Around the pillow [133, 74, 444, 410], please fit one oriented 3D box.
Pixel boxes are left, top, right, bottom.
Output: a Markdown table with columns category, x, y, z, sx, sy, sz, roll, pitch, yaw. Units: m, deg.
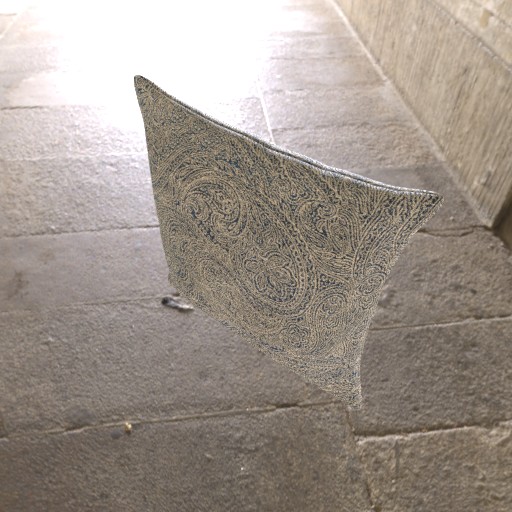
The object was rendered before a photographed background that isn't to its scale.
| category | x | y | z | sx | sy | sz | roll | pitch | yaw |
| --- | --- | --- | --- | --- | --- | --- | --- | --- | --- |
| pillow | 0.000 | 0.000 | 0.782 | 0.523 | 0.510 | 0.166 | 30 | 53 | 26 |
